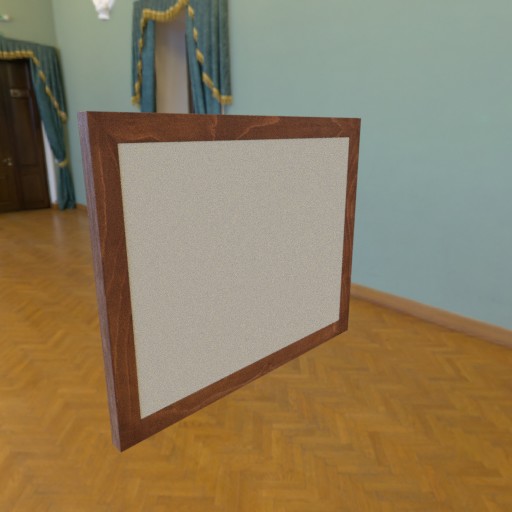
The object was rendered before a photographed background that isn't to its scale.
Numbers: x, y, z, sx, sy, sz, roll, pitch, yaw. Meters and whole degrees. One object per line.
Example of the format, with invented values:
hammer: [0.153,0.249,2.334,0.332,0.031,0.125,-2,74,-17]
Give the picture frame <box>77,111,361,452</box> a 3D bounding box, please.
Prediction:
picture frame: [0.000,0.000,0.757,0.559,0.457,0.025,-15,22,-42]
